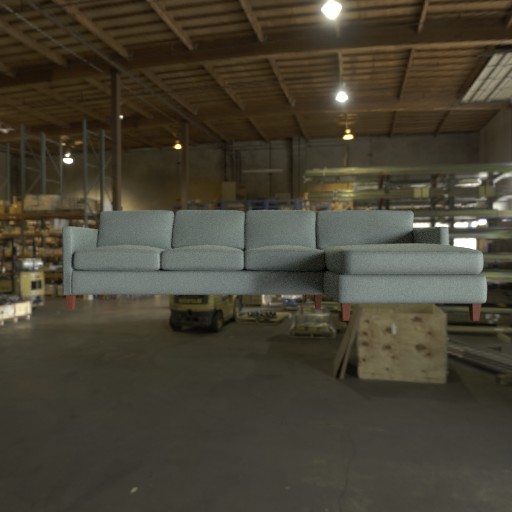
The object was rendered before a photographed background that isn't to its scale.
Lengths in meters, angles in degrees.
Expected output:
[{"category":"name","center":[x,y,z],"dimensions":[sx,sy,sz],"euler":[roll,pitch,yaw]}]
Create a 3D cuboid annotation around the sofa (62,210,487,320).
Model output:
[{"category":"sofa","center":[0.000,0.000,4.046],"dimensions":[3.471,0.950,1.604],"euler":[0,1,0]}]
